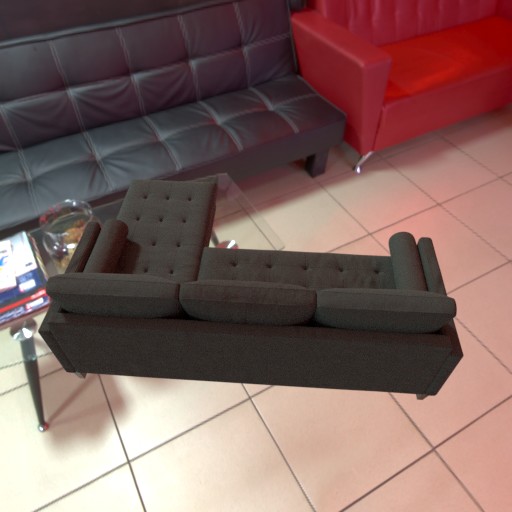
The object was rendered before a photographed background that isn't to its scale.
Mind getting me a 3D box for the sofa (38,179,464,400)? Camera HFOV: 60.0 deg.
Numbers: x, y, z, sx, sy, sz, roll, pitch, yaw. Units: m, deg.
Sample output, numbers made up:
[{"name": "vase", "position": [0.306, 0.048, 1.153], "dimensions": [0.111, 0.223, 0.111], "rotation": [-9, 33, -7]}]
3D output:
[{"name": "sofa", "position": [0.000, 0.000, 2.857], "dimensions": [2.178, 0.876, 1.506], "rotation": [3, 48, 3]}]
